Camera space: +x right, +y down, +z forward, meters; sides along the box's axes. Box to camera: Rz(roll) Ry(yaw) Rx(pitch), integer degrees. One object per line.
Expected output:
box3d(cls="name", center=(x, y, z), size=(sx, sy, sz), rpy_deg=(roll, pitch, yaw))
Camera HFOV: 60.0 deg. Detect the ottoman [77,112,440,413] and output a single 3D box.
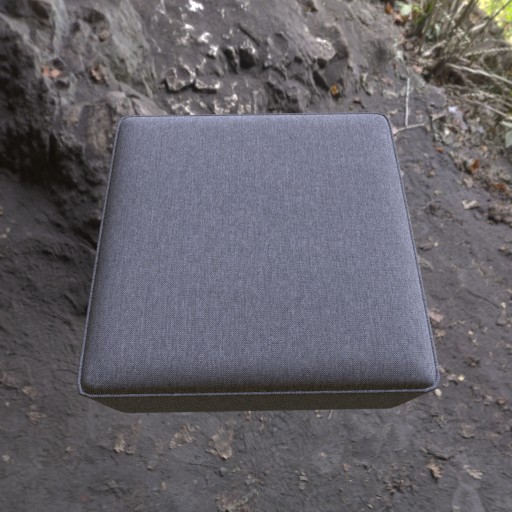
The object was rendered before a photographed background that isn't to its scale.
box3d(cls="ottoman", center=(0.000, 0.000, 1.570), size=(1.005, 0.455, 1.005), rpy_deg=(-1, 64, 0))
